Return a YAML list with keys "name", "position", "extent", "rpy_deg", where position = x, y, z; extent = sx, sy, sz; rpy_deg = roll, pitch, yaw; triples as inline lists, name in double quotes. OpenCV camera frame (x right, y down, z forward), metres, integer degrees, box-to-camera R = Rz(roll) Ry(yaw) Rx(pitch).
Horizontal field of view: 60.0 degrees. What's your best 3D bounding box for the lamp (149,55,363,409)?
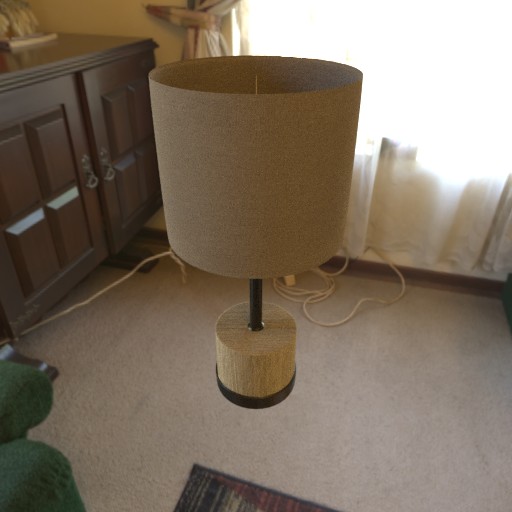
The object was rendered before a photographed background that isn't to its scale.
- name: "lamp"
  position: [0.000, 0.000, 0.602]
  extent: [0.229, 0.470, 0.229]
  rpy_deg: [0, 32, 0]
